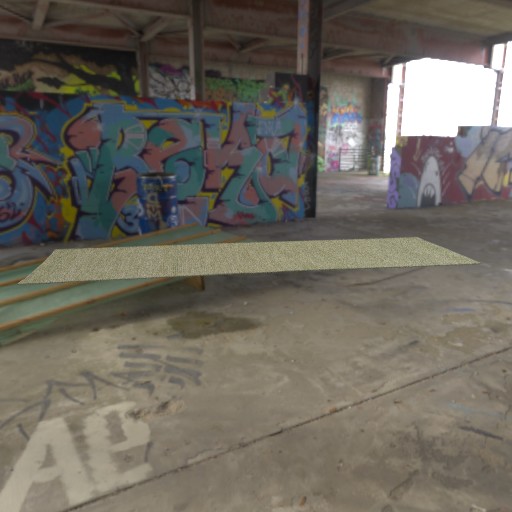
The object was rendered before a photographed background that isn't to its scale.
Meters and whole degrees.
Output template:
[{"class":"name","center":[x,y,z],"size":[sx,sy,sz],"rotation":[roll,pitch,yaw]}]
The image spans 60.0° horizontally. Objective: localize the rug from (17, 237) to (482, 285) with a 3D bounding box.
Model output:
[{"class":"rug","center":[0.000,0.000,2.517],"size":[2.340,0.013,0.686],"rotation":[-2,14,-9]}]
